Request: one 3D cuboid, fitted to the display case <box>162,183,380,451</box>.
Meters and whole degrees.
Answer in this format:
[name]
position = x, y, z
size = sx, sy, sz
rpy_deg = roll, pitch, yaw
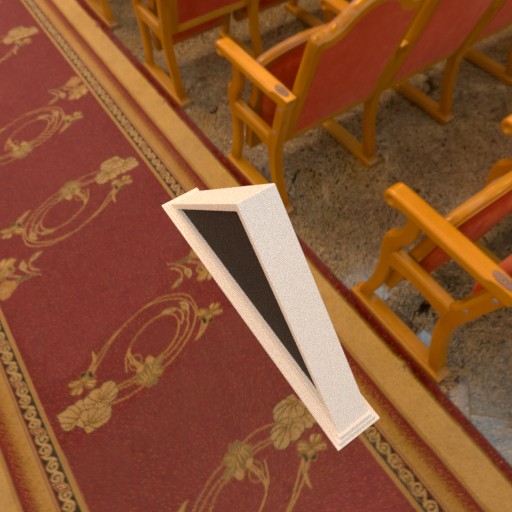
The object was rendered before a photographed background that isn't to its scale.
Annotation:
[display case]
position = 0.000, 0.000, 0.769
size = 0.095, 0.340, 0.640
rpy_deg = -30, 63, -17
